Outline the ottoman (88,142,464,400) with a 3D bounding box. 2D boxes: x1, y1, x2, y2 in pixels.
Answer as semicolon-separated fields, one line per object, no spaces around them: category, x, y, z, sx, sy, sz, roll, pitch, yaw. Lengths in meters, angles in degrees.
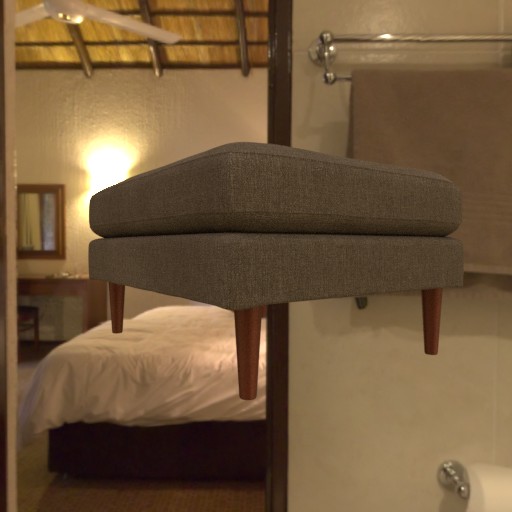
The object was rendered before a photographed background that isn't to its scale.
ottoman;0.000;0.000;1.218;0.693;0.474;0.821;-1;2;-35
